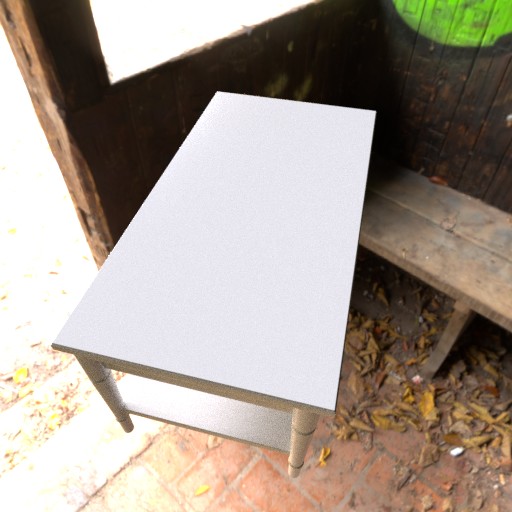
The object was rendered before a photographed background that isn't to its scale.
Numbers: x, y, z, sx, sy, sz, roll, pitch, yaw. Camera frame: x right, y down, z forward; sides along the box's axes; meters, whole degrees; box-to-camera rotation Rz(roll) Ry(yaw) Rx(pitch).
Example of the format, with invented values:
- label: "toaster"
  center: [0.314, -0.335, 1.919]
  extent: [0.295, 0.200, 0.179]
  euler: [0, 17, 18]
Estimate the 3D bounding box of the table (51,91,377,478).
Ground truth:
- label: "table"
  center: [0.000, 0.000, 1.336]
  extent: [0.559, 0.457, 1.067]
  euler: [11, 48, 10]
